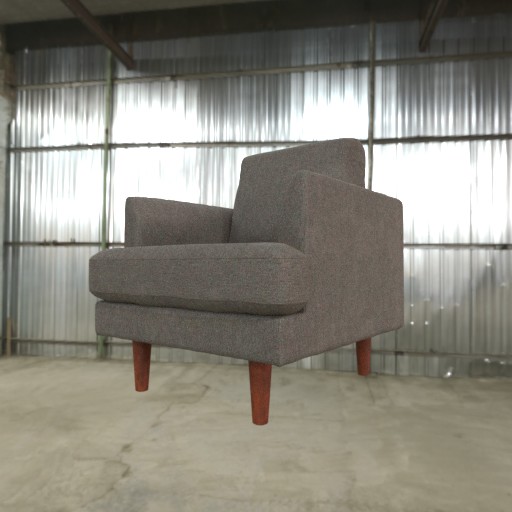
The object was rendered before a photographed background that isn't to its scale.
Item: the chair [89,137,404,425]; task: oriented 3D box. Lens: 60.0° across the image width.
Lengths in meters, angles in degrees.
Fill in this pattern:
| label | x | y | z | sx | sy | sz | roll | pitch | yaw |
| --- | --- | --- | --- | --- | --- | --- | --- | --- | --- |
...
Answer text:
| label | x | y | z | sx | sy | sz | roll | pitch | yaw |
| --- | --- | --- | --- | --- | --- | --- | --- | --- | --- |
| chair | 0.000 | 0.000 | 1.665 | 0.858 | 0.957 | 0.899 | -1 | -1 | 38 |
